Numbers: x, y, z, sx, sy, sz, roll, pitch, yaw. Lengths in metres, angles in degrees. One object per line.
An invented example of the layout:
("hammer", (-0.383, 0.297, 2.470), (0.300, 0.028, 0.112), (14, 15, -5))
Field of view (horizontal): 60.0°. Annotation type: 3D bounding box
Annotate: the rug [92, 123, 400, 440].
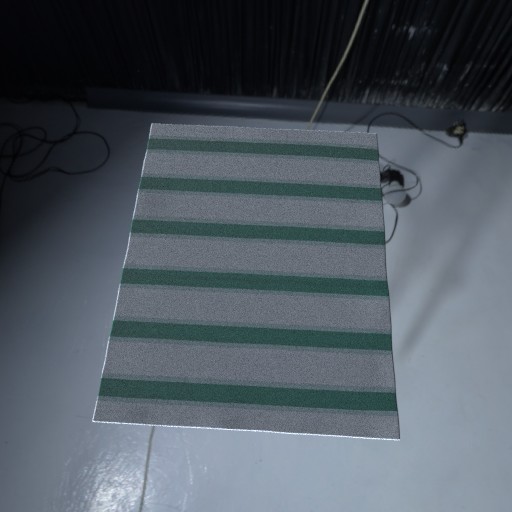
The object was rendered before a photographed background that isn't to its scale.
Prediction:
("rug", (0.000, 0.000, 4.126), (2.434, 0.019, 3.041), (3, 65, 1))
